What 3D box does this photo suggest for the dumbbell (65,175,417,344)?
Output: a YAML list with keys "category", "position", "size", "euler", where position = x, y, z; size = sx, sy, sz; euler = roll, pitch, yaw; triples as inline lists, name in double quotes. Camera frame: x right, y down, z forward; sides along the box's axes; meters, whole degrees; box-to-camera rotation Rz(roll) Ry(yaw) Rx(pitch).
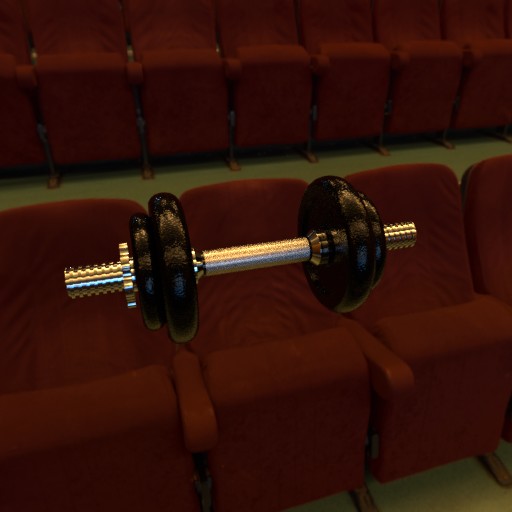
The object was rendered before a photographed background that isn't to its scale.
- category: "dumbbell"
  position: [0.000, 0.000, 0.622]
  size: [0.497, 0.202, 0.202]
  euler: [-8, 30, -14]
